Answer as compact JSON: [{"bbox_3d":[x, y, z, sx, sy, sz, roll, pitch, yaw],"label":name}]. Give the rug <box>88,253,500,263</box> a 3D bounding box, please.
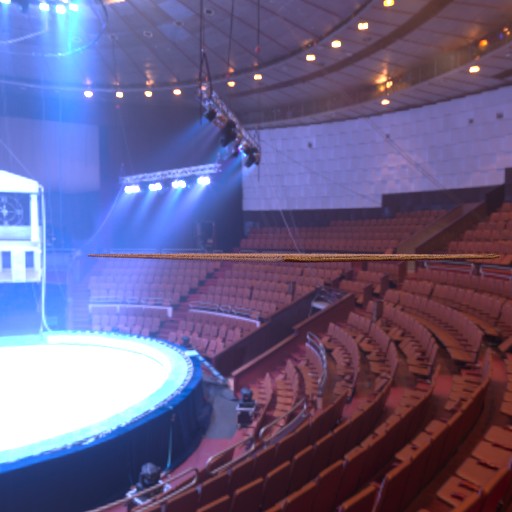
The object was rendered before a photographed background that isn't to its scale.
[{"bbox_3d":[0.000,0.000,2.948,1.521,0.034,2.438,0,1,-36],"label":"rug"}]
